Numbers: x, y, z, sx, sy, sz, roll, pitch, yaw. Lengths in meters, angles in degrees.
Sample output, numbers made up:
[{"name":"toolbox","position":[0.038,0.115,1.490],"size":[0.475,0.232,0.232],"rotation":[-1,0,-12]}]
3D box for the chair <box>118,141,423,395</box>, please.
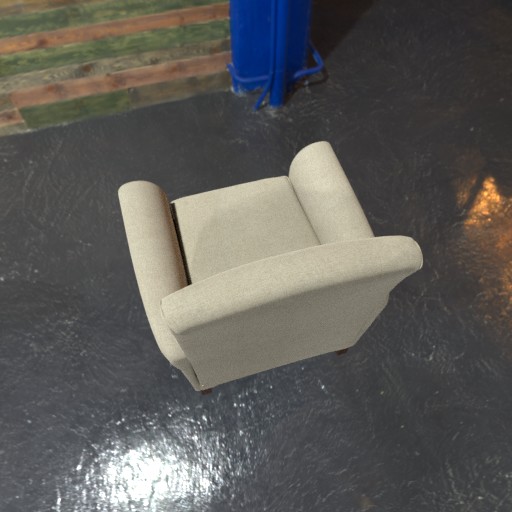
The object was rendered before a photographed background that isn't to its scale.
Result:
[{"name":"chair","position":[0.000,0.000,1.806],"size":[0.978,1.061,0.905],"rotation":[-14,59,-9]}]
